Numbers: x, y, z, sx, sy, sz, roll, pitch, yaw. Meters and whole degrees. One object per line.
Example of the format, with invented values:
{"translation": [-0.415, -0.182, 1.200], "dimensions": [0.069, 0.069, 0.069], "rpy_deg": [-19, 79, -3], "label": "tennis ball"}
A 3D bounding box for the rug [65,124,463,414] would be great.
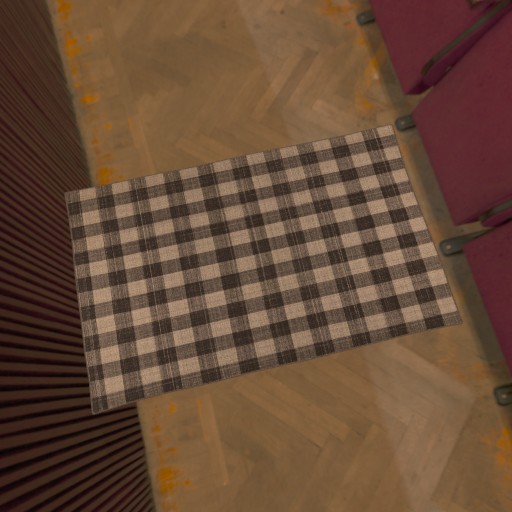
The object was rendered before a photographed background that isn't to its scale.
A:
{"translation": [0.000, 0.000, 3.066], "dimensions": [2.476, 0.011, 1.554], "rpy_deg": [-13, 75, -4], "label": "rug"}
